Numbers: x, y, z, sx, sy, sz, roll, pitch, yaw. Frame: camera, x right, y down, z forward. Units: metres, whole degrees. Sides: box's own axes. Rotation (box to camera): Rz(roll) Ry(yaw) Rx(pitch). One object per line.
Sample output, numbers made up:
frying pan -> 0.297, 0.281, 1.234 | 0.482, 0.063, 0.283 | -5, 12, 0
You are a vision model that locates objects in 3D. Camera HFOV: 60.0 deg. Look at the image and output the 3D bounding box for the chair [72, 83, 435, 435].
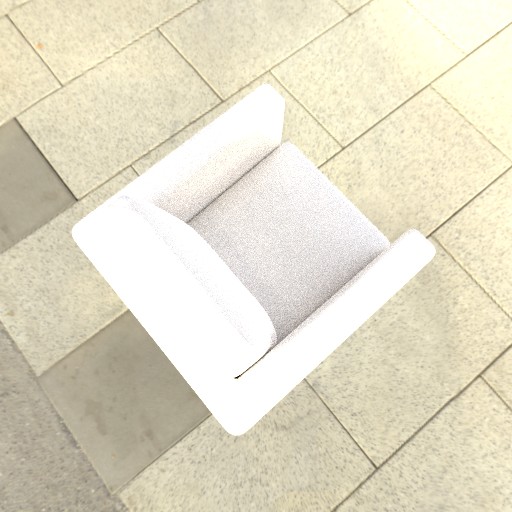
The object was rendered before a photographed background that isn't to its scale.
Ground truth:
chair -> 0.000, 0.000, 1.613 | 0.879, 0.899, 0.831 | -40, 78, -10
